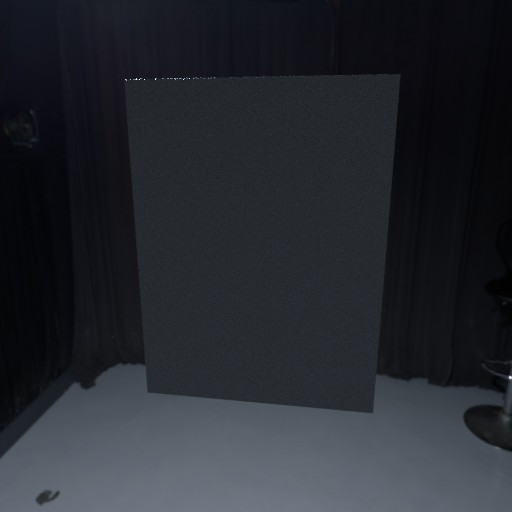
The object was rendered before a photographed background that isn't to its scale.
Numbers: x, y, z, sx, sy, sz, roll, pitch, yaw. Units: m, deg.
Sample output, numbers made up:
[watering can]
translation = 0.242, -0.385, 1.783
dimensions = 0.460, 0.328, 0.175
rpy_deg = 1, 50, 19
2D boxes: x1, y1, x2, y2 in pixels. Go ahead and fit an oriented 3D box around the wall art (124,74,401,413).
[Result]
[wall art]
translation = 0.000, 0.000, 0.809
dimensions = 0.457, 0.609, 0.003
rpy_deg = 2, 16, 9
